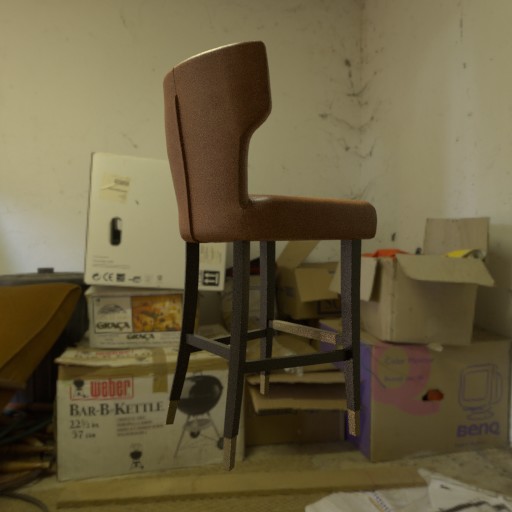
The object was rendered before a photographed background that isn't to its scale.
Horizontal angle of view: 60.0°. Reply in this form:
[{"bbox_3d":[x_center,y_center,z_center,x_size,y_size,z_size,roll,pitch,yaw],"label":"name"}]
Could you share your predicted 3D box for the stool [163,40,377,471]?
[{"bbox_3d":[0.000,0.000,1.408,0.563,1.092,0.526,-1,2,-36],"label":"stool"}]
